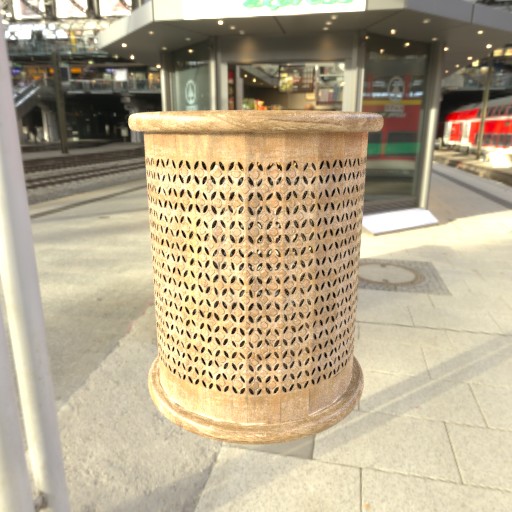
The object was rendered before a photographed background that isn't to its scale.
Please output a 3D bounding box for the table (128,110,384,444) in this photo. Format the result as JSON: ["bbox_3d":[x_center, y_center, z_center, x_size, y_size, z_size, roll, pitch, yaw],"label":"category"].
[{"bbox_3d":[0.000,0.000,0.796,0.407,0.482,0.407,0,16,0],"label":"table"}]
